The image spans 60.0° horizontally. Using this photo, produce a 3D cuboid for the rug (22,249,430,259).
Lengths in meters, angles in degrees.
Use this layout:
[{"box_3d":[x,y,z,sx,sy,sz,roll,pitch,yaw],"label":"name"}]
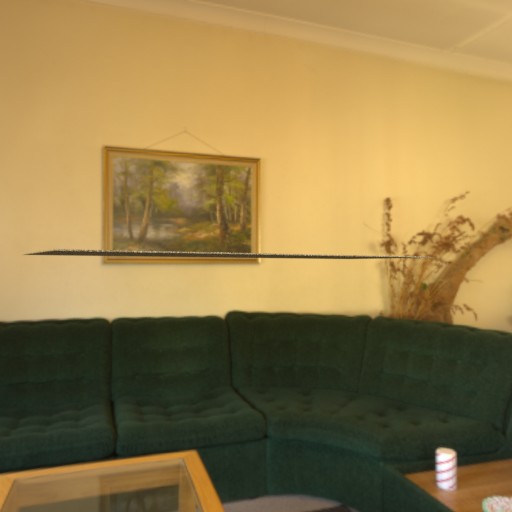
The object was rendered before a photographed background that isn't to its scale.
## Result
[{"box_3d":[0.000,0.000,2.692,2.438,0.006,0.783,1,-2,-36],"label":"rug"}]
